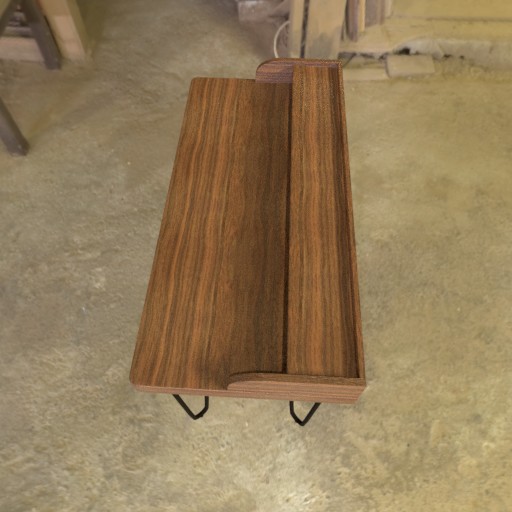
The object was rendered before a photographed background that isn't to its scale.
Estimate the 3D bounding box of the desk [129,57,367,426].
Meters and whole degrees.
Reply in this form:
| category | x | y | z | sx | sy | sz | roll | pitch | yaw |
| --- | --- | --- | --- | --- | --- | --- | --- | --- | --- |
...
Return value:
| category | x | y | z | sx | sy | sz | roll | pitch | yaw |
| --- | --- | --- | --- | --- | --- | --- | --- | --- | --- |
| desk | 0.000 | 0.000 | 1.676 | 0.565 | 0.854 | 1.200 | 3 | 58 | 2 |
